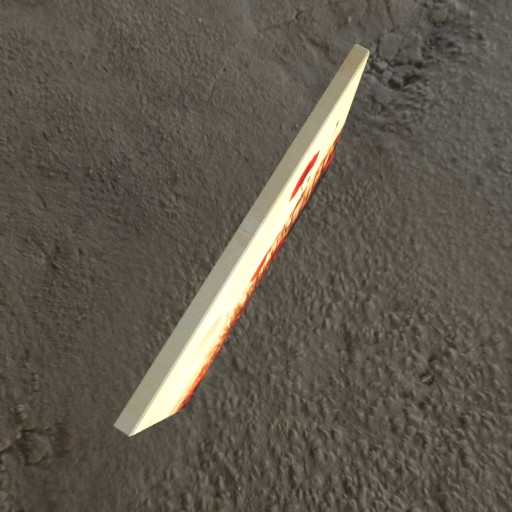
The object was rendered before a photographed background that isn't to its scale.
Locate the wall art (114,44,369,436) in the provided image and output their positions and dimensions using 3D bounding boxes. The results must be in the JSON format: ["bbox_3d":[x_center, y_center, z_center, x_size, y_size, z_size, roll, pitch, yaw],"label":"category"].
[{"bbox_3d":[0.000,0.000,1.162,0.038,0.602,0.918,30,77,7],"label":"wall art"}]
